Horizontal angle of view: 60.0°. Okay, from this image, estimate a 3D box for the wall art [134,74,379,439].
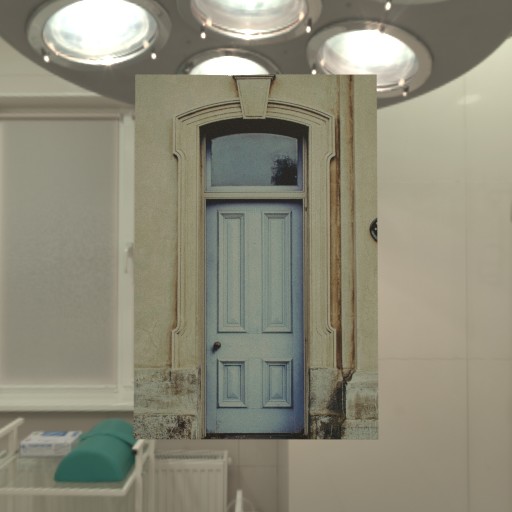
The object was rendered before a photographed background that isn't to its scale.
[{"bbox_3d":[0.000,0.000,0.481,0.254,0.381,0.038,0,-1,0],"label":"wall art"}]
